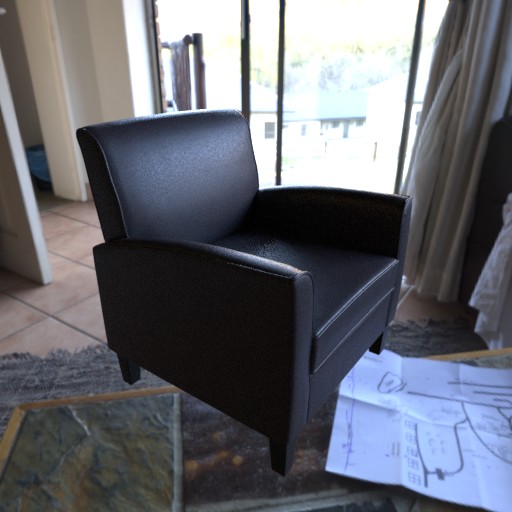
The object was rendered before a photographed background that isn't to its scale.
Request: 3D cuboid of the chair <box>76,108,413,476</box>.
[{"bbox_3d":[0.000,0.000,1.553,0.819,0.916,0.820,16,29,33],"label":"chair"}]
